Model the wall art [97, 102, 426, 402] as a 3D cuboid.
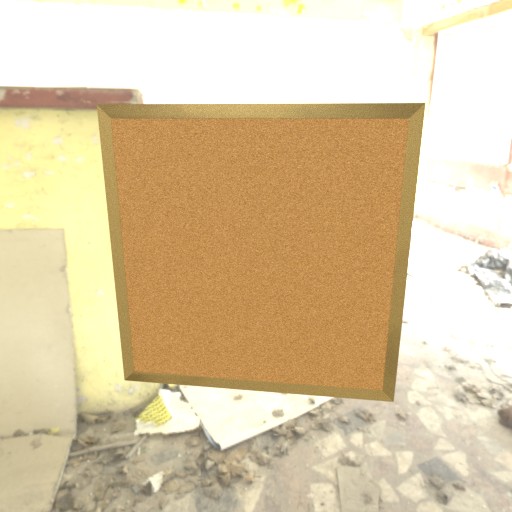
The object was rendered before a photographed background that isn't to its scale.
[{"bbox_3d":[0.000,0.000,0.470,0.304,0.305,0.038,2,17,7],"label":"wall art"}]
